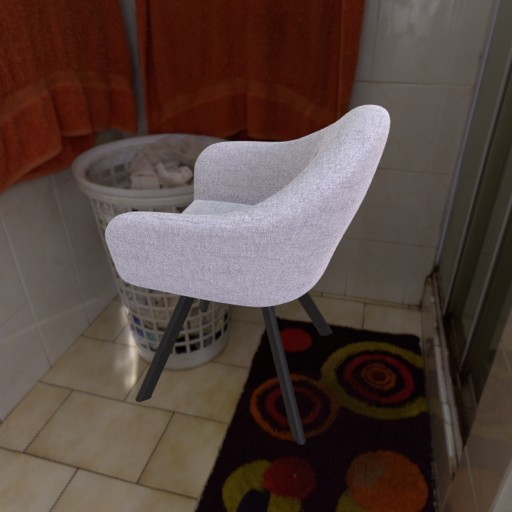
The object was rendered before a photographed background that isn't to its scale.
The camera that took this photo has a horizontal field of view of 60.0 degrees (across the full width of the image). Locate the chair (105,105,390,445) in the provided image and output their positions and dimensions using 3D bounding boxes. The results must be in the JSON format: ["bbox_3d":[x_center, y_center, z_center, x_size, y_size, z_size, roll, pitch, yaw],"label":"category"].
[{"bbox_3d":[0.000,0.000,1.157,0.570,0.780,0.540,9,32,15],"label":"chair"}]
